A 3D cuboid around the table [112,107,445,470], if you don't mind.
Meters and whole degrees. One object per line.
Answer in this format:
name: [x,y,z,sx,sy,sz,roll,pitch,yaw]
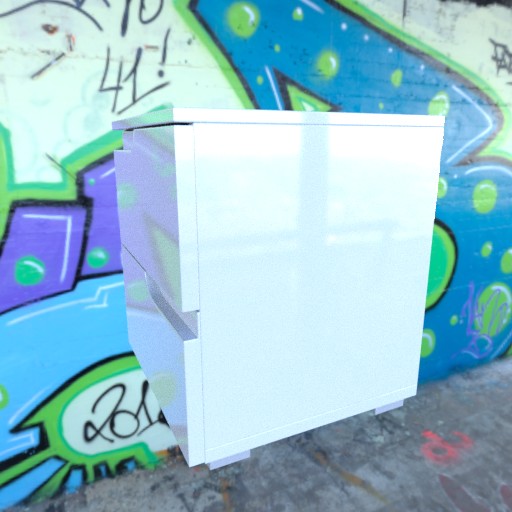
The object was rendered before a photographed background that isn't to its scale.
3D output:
table: [0.000,0.000,0.795,0.400,0.470,0.420,-7,16,-25]
